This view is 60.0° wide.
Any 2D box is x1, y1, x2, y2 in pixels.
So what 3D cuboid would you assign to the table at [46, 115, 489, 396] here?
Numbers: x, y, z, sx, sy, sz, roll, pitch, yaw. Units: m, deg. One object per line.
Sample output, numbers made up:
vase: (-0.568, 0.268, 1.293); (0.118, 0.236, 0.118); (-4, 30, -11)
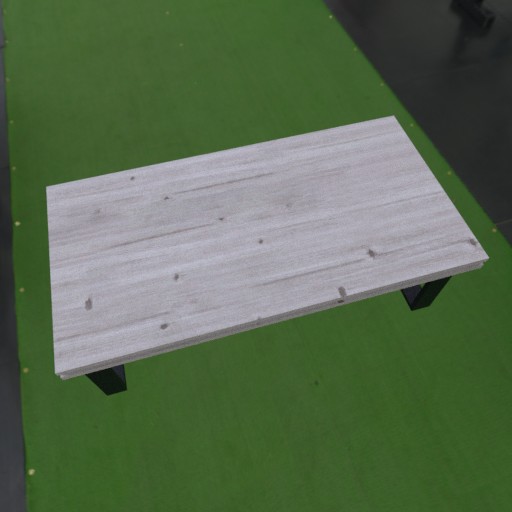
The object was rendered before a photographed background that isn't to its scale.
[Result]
table: (0.000, 0.000, 1.686); (1.350, 0.450, 0.700); (-14, 59, -8)
